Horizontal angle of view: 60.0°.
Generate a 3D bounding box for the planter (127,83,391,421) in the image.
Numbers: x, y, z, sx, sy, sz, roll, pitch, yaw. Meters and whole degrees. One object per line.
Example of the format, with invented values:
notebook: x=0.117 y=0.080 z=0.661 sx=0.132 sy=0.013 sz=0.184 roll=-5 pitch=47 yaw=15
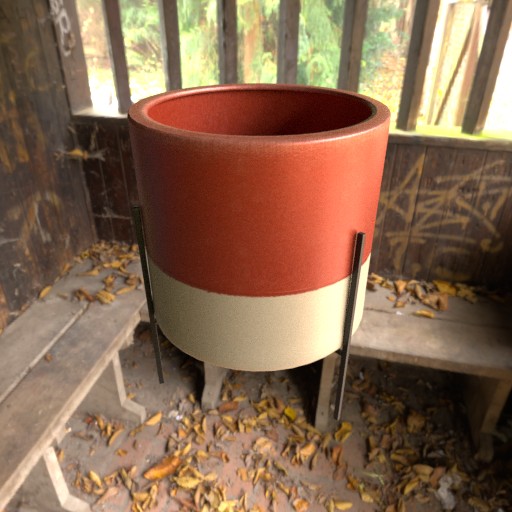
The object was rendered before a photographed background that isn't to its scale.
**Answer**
planter: x=0.000 y=0.000 z=0.706 sx=0.354 sy=0.465 sz=0.345 roll=-8 pitch=31 yaw=-13
